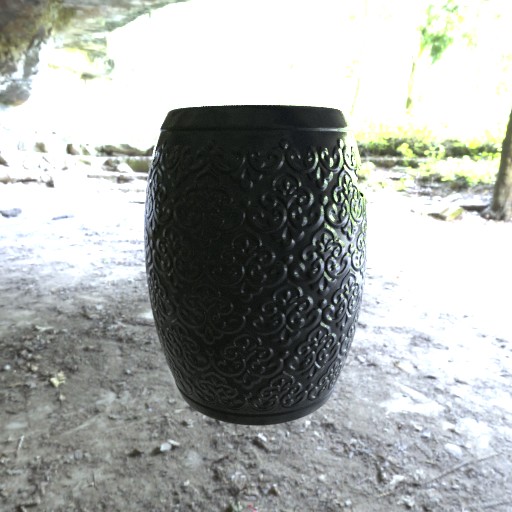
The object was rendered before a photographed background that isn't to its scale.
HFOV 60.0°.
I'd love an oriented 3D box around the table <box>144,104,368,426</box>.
[{"bbox_3d":[0.000,0.000,0.634,0.309,0.397,0.309,0,15,0],"label":"table"}]
